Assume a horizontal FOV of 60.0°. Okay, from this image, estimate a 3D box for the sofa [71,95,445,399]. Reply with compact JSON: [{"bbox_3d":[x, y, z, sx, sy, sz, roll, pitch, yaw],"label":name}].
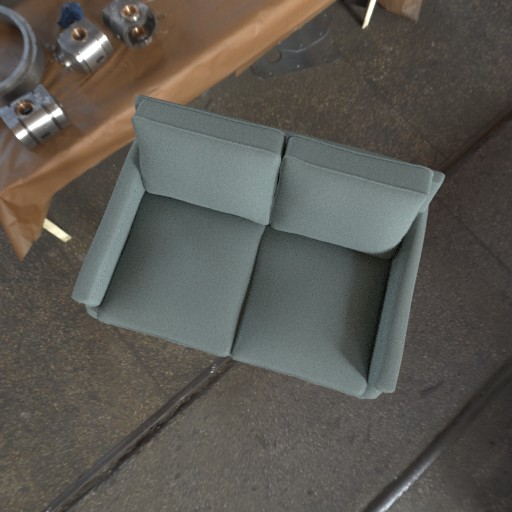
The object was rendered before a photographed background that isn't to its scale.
[{"bbox_3d":[0.000,0.000,2.295,1.597,1.003,1.084,16,77,4],"label":"sofa"}]
